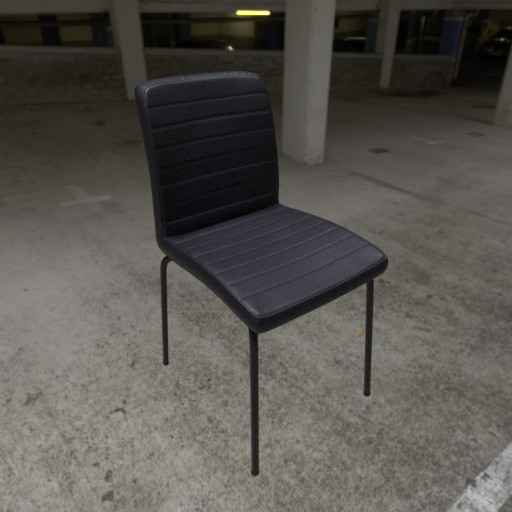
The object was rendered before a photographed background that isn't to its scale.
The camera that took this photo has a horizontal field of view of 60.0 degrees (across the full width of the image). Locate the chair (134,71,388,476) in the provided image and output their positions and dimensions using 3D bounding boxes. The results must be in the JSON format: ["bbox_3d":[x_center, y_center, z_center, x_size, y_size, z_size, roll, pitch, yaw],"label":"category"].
[{"bbox_3d":[0.000,0.000,1.211,0.450,0.872,0.572,-21,36,-32],"label":"chair"}]
